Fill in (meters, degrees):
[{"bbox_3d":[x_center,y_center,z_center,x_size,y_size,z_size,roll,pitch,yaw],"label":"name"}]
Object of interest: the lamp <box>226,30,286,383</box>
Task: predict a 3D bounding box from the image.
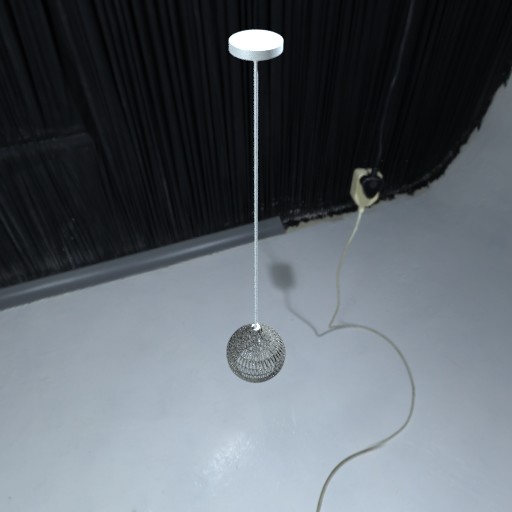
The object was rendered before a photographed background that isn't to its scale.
[{"bbox_3d":[0.000,0.000,2.052,0.355,1.919,0.355,-15,48,-14],"label":"lamp"}]
